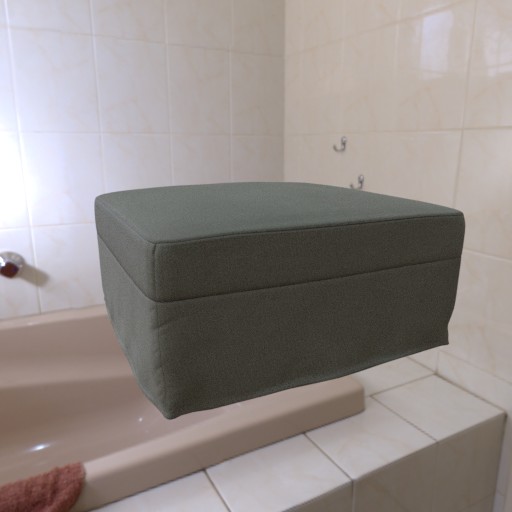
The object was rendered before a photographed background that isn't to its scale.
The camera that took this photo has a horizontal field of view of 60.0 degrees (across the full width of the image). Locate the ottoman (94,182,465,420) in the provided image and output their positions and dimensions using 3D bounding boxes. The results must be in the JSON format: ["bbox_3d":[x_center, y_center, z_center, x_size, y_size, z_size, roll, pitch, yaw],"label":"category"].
[{"bbox_3d":[0.000,0.000,1.357,0.843,0.441,0.842,-7,15,-25],"label":"ottoman"}]
